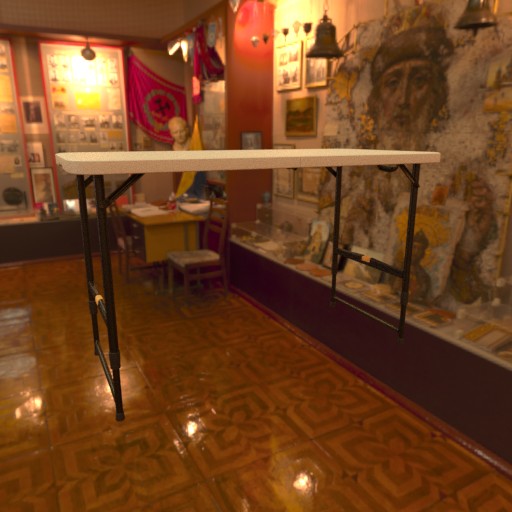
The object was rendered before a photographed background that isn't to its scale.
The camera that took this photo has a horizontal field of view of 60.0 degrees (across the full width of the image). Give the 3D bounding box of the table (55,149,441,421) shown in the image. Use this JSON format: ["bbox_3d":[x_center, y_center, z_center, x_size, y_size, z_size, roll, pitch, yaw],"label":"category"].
[{"bbox_3d":[0.000,0.000,1.620,1.245,0.737,0.611,-7,17,-26],"label":"table"}]
